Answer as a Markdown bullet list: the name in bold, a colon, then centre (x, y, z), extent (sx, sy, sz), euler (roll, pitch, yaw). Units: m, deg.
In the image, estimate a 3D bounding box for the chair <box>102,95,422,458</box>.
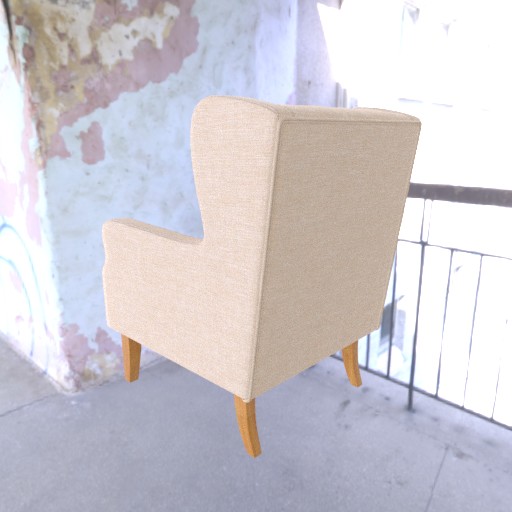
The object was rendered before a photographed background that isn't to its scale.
- **chair**: centre (0.000, 0.000, 1.444), extent (0.710, 0.930, 0.760), euler (-14, 21, -42)
